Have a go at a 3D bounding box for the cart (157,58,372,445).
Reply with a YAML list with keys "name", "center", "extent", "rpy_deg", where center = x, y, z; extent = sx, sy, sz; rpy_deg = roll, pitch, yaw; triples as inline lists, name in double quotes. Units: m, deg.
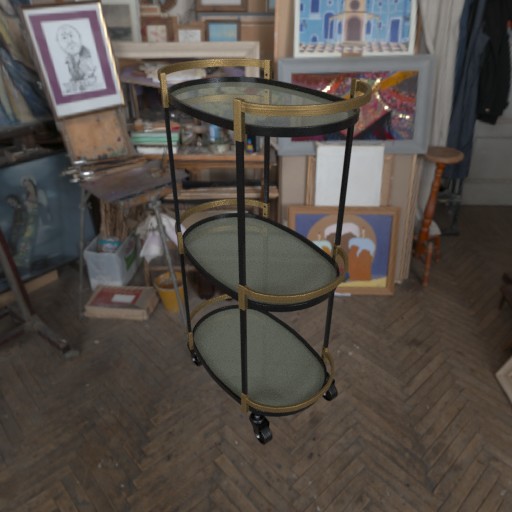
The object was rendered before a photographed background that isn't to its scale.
- name: "cart"
  center: [0.000, 0.000, 1.156]
  extent: [0.311, 0.885, 0.515]
  rpy_deg: [-21, 38, -30]
